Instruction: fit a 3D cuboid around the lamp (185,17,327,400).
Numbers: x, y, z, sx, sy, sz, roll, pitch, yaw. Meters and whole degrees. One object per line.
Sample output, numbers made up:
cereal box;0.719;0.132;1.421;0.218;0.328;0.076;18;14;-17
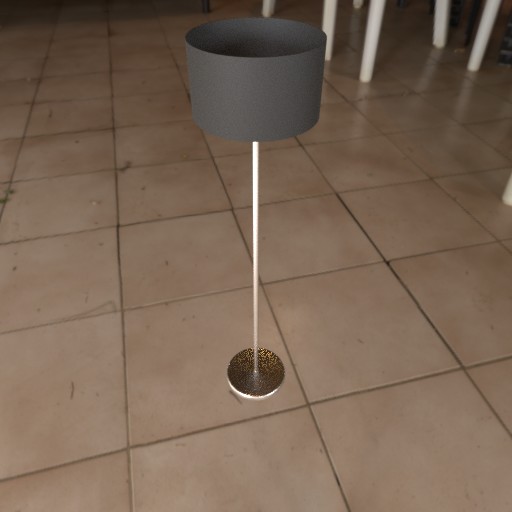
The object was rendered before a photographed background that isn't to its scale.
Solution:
lamp;0.000;0.000;1.565;0.348;1.443;0.348;-11;42;-12
